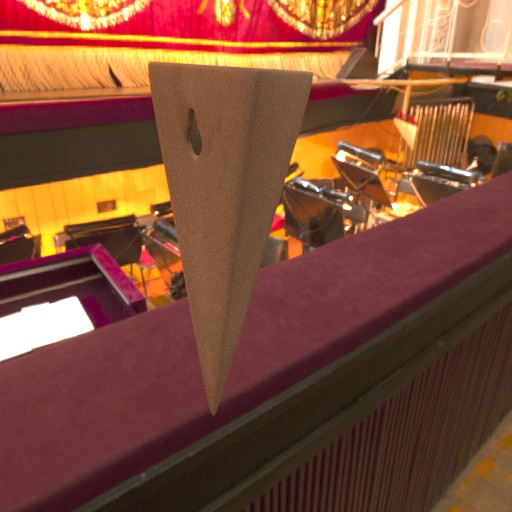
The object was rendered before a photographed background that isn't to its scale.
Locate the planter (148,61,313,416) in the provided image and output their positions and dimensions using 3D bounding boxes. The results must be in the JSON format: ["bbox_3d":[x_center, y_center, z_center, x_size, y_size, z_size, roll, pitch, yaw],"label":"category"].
[{"bbox_3d":[0.000,0.000,0.280,0.081,0.224,0.101,-18,31,-33],"label":"planter"}]
